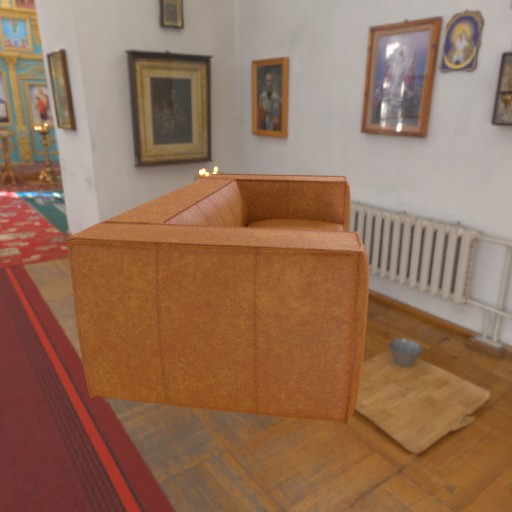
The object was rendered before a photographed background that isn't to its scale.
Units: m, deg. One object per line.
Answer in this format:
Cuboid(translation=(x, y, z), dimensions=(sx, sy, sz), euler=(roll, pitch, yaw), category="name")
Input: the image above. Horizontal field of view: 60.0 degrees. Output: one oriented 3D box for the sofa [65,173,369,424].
Cuboid(translation=(0.000, 0.000, 2.532), dimensions=(1.102, 0.703, 2.088), euler=(3, 17, 9), category="sofa")
